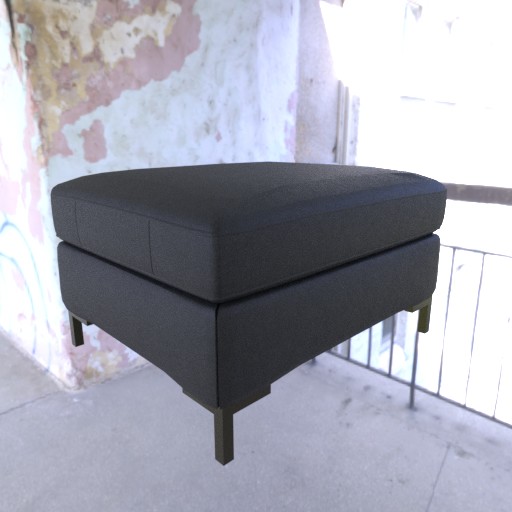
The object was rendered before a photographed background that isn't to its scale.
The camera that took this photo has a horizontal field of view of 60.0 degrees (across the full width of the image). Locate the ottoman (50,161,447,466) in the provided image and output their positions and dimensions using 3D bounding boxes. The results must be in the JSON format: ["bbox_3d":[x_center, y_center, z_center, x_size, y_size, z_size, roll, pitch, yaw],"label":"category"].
[{"bbox_3d":[0.000,0.000,1.728,1.187,0.696,0.967,-14,21,-42],"label":"ottoman"}]
